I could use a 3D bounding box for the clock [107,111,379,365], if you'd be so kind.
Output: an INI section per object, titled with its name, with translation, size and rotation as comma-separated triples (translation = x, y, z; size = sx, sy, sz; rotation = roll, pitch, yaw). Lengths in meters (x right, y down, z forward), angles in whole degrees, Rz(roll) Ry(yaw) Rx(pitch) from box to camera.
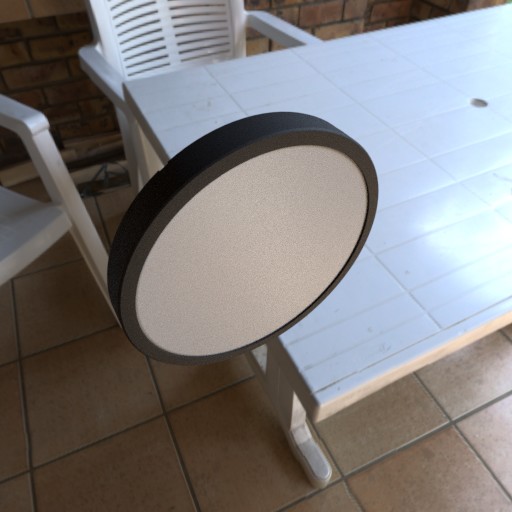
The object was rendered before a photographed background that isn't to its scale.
[clock]
translation = 0.000, 0.000, 0.453
size = 0.293, 0.293, 0.040
rotation = -23, 51, -21
